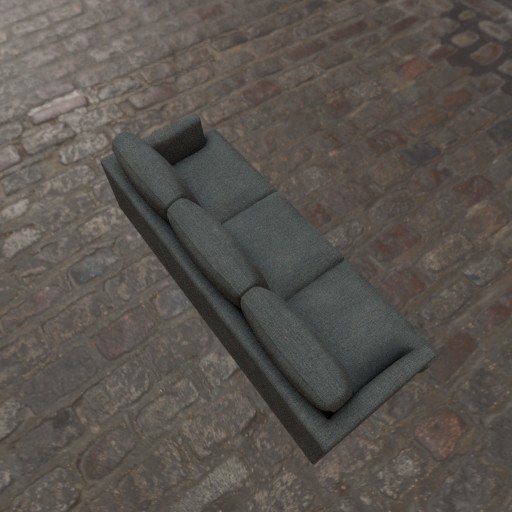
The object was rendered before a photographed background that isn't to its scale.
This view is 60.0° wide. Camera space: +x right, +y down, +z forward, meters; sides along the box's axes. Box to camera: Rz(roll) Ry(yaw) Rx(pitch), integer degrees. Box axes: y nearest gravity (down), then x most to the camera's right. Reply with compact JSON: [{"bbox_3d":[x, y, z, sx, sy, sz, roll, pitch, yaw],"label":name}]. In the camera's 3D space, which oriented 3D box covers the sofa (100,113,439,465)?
[{"bbox_3d":[0.000,0.000,2.756,0.903,0.930,2.246,-33,64,-18],"label":"sofa"}]
